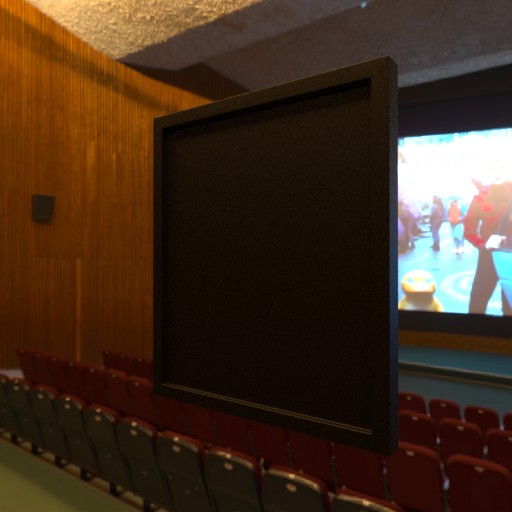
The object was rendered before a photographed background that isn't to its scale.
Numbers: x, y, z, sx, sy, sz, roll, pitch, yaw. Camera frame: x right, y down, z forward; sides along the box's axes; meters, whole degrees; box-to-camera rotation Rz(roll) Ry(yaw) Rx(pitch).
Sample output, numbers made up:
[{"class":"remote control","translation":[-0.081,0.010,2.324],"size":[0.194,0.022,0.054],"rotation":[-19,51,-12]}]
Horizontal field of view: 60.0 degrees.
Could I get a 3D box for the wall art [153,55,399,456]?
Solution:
[{"class":"wall art","translation":[0.000,0.000,0.525],"size":[0.328,0.381,0.028],"rotation":[0,0,35]}]
